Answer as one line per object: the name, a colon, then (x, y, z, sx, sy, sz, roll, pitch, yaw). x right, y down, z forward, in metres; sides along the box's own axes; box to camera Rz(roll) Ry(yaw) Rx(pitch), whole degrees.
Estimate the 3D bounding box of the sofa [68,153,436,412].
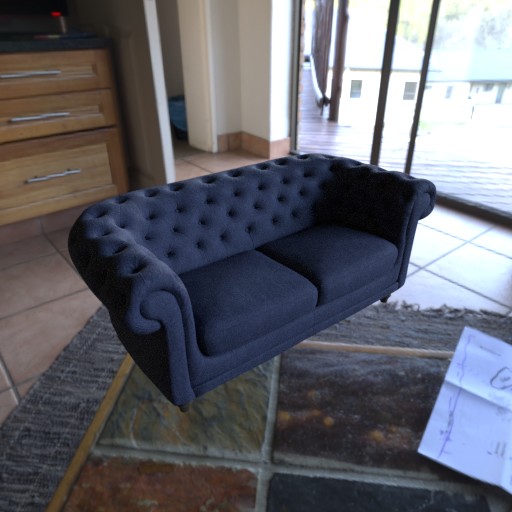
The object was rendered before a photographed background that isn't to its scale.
sofa: (0.000, 0.000, 2.609, 1.988, 0.833, 1.082, -20, 35, -32)
